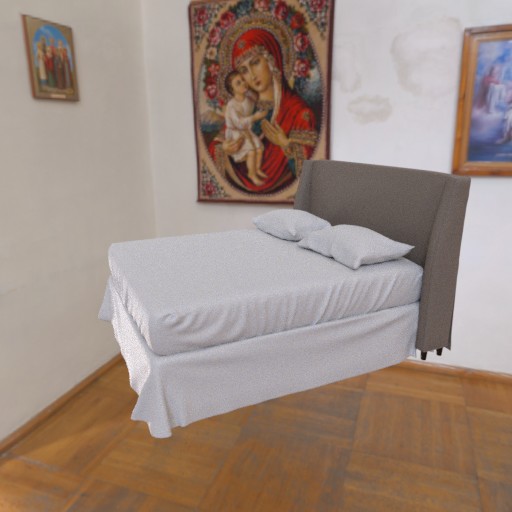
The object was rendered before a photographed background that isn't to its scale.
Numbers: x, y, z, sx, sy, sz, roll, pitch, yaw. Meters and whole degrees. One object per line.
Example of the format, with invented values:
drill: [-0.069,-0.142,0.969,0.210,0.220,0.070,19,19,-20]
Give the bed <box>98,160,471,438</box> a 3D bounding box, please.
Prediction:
bed: [0.000,0.000,3.448,2.276,1.332,1.925,-7,18,-24]
